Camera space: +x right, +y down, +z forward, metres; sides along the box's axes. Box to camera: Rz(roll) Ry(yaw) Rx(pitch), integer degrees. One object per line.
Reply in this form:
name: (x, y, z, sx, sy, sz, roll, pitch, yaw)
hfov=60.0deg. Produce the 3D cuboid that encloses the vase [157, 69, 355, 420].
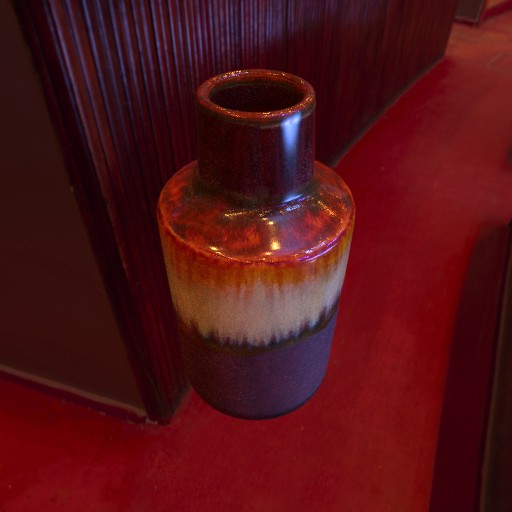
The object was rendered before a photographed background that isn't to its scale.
vase: (0.000, 0.000, 0.269, 0.108, 0.204, 0.108, 0, 42, 0)
